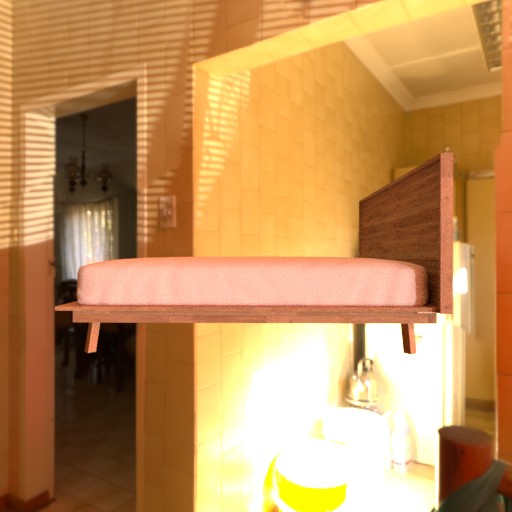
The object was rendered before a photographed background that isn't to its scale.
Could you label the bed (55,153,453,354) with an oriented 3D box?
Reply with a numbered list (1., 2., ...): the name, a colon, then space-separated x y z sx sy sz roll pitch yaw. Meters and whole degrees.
1. bed: 0.000 0.000 3.441 2.167 1.100 2.116 0 0 2
